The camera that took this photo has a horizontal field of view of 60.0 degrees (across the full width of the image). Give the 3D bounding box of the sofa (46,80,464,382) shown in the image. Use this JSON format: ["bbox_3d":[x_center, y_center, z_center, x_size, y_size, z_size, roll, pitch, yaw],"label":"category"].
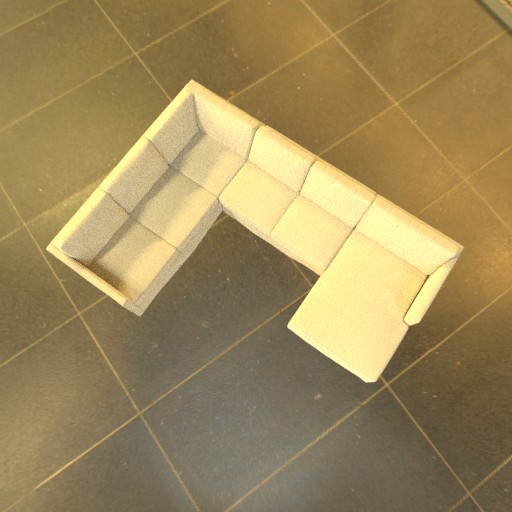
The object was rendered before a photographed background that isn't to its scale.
[{"bbox_3d":[0.000,0.000,4.661,3.460,0.882,2.427,34,77,9],"label":"sofa"}]
